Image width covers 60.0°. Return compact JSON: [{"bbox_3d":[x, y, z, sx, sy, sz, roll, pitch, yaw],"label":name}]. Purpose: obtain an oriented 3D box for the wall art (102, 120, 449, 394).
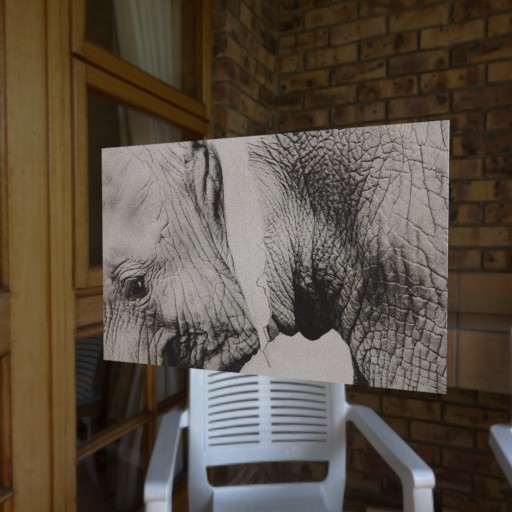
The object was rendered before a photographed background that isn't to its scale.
[{"bbox_3d":[0.000,0.000,0.773,0.613,0.407,0.035,1,2,19],"label":"wall art"}]
